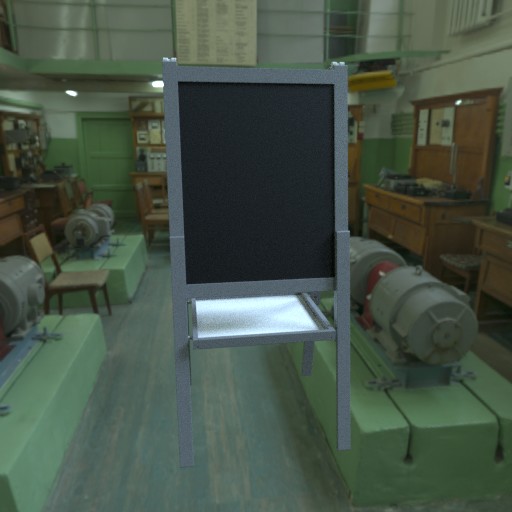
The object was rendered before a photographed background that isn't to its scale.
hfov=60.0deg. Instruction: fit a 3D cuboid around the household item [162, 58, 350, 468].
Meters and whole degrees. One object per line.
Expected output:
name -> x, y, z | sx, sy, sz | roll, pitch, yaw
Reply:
household item -> 0.000, 0.000, 1.433 | 0.531, 1.172, 0.469 | -2, 15, -8
